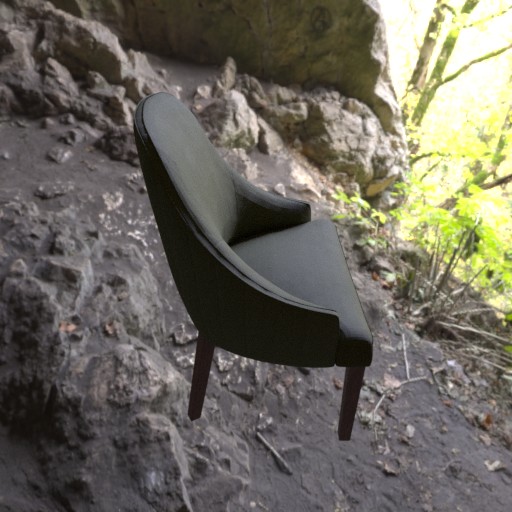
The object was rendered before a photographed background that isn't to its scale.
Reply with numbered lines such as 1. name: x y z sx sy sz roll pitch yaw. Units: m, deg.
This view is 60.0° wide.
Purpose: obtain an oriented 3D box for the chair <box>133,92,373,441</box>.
1. chair: 0.000 0.000 1.298 0.575 0.889 0.643 0 32 0
